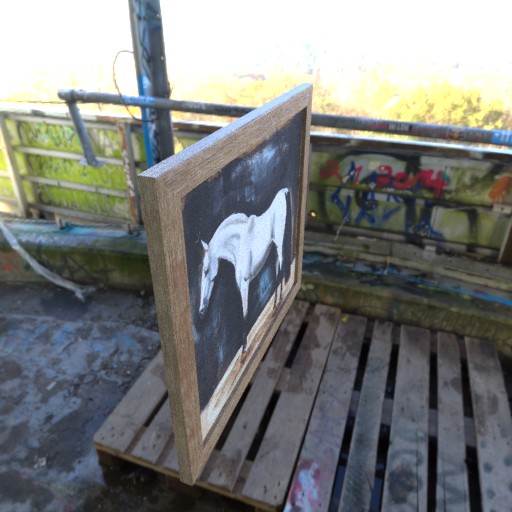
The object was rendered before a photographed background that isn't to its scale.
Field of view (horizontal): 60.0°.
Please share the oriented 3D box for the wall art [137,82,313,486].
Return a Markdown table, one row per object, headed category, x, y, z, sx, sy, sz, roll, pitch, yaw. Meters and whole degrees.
| category | x | y | z | sx | sy | sz | roll | pitch | yaw |
| --- | --- | --- | --- | --- | --- | --- | --- | --- | --- |
| wall art | 0.000 | 0.000 | 0.937 | 0.026 | 0.588 | 0.690 | 11 | 32 | 18 |
